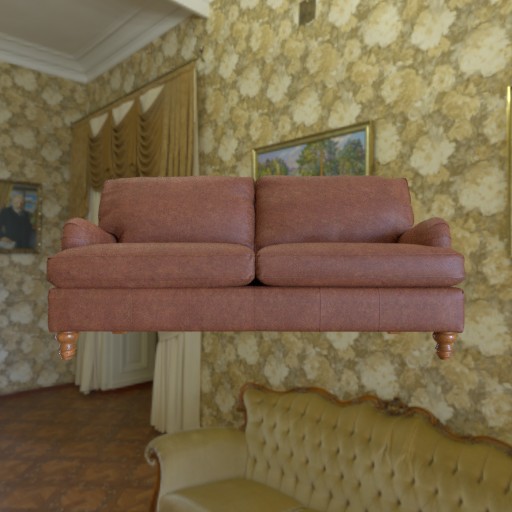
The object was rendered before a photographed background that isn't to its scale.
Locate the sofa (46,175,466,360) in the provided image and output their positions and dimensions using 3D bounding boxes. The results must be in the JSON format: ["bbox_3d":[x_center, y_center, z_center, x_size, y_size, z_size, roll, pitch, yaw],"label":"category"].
[{"bbox_3d":[0.000,0.000,2.765,2.144,1.071,1.147,0,-1,0],"label":"sofa"}]
